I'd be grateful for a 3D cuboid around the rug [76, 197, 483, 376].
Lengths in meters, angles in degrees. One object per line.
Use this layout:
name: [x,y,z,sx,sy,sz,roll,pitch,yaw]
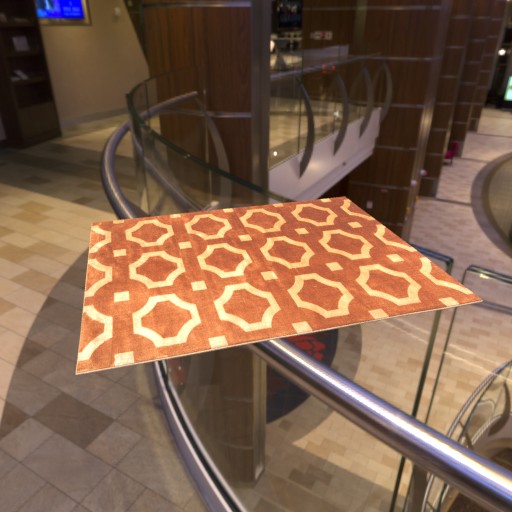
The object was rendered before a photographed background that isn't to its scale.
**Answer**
rug: [0.000,0.000,4.190,3.049,0.021,2.466,-8,29,-14]
